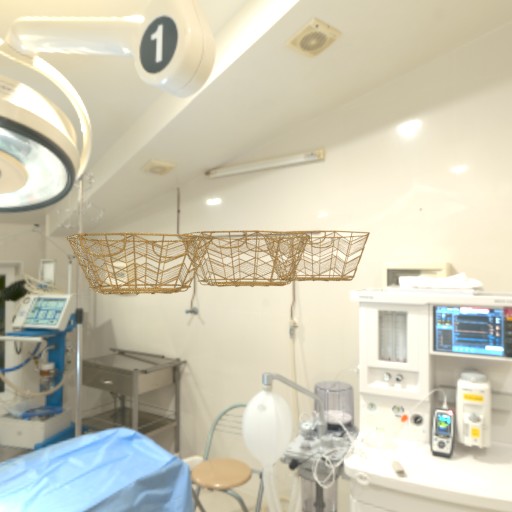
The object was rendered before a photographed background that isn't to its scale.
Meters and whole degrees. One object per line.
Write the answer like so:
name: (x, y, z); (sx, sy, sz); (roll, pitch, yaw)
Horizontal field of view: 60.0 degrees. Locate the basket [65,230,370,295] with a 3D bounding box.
basket: (0.000, 0.000, 1.397); (0.432, 0.178, 1.245); (-1, -1, 35)
